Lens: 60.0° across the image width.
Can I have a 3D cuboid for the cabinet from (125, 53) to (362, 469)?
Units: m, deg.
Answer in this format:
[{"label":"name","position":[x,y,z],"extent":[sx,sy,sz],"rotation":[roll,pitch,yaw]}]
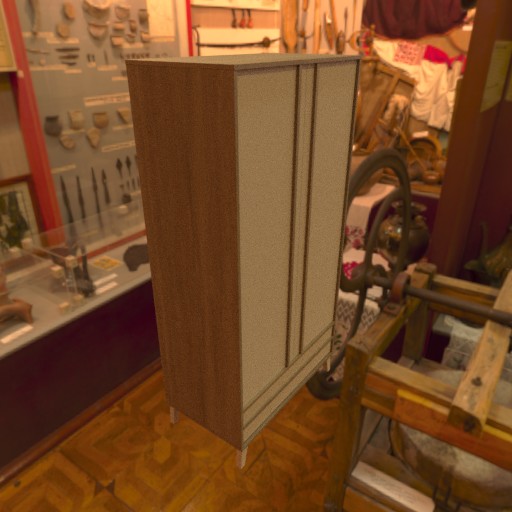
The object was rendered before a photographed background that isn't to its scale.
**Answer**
[{"label":"cabinet","position":[0.000,0.000,2.441],"extent":[0.571,1.999,1.006],"rotation":[18,32,32]}]
